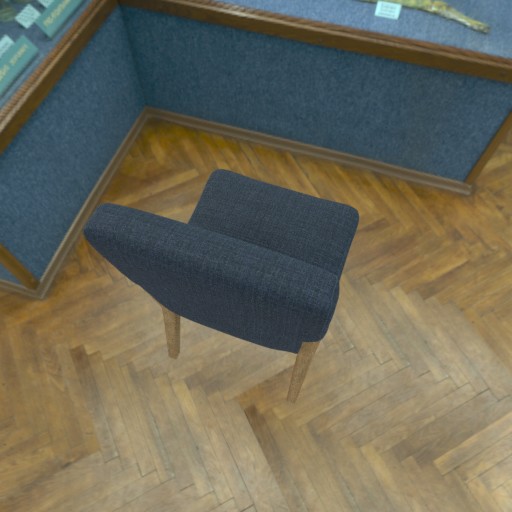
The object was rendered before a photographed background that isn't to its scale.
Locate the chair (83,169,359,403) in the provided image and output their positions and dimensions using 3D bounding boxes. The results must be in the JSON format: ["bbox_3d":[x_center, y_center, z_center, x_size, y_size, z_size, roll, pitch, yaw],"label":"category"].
[{"bbox_3d":[0.000,0.000,1.282,0.507,0.911,0.586,18,63,9],"label":"chair"}]
